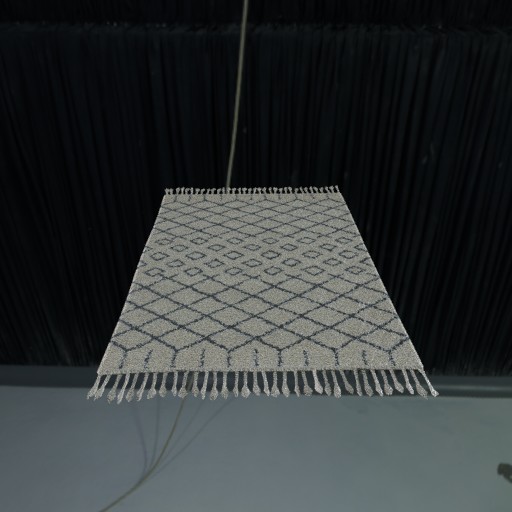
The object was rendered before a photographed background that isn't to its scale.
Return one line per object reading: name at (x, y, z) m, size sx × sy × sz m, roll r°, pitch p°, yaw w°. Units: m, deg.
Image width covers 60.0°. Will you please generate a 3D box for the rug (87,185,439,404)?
rug at (0.000, 0.000, 3.171) m, size 1.664 × 0.029 × 2.615 m, roll -1°, pitch 31°, yaw -1°
